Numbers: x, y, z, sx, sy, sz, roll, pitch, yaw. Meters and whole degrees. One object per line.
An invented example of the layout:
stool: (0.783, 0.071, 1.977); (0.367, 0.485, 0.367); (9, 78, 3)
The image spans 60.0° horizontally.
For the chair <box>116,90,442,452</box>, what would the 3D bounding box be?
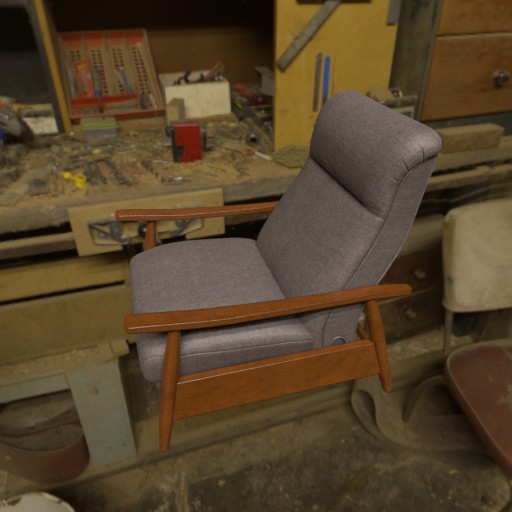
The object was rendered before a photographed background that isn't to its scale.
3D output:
chair: (0.000, 0.000, 1.736); (1.014, 1.081, 0.762); (-9, 35, -14)
